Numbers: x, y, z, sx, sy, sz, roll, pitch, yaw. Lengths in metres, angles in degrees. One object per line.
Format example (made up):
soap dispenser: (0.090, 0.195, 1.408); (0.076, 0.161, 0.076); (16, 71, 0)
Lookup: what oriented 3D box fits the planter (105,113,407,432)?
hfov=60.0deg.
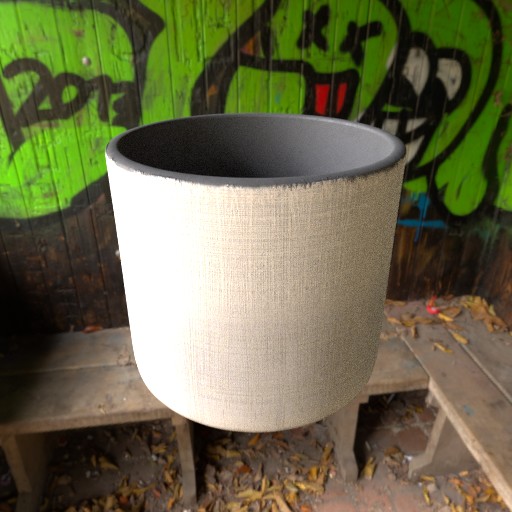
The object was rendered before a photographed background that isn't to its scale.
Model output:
planter: (0.000, 0.000, 0.377); (0.221, 0.201, 0.221); (0, 27, 0)
